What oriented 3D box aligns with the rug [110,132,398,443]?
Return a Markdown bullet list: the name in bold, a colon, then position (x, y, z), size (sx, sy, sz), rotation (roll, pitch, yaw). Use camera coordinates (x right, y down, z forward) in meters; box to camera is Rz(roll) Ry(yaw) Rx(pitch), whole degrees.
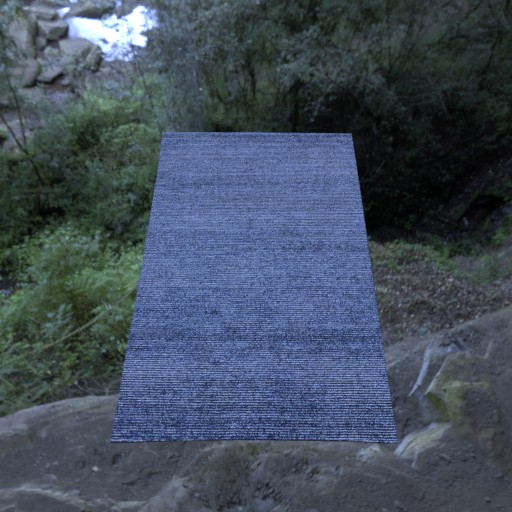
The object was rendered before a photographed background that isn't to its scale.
- **rug**: position (0.000, 0.000, 2.197), size (1.135, 0.010, 1.740), rotation (1, 58, 0)
